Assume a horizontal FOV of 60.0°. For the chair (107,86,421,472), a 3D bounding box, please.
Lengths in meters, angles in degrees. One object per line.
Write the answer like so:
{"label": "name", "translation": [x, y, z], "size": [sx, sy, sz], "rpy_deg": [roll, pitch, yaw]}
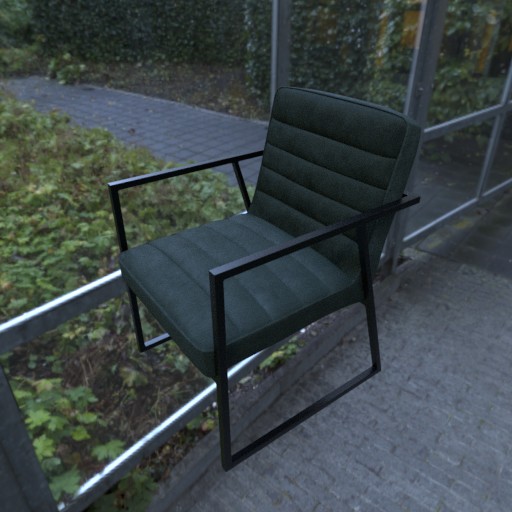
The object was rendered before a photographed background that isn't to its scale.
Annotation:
{"label": "chair", "translation": [0.000, 0.000, 1.296], "size": [0.677, 0.833, 0.571], "rpy_deg": [-21, 37, -30]}
